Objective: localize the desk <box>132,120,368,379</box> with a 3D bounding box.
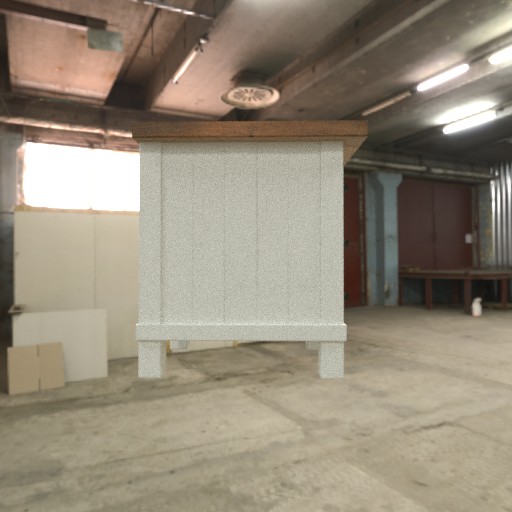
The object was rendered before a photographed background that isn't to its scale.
[{"bbox_3d":[0.000,0.000,2.189,0.688,0.760,1.803,0,-1,1],"label":"desk"}]
